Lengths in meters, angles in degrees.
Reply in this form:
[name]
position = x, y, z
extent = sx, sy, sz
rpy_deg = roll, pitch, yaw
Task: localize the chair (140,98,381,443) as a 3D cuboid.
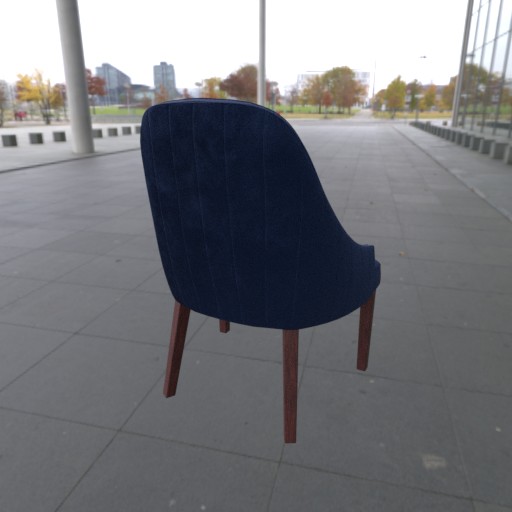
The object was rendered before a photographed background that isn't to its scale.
[chair]
position = 0.000, 0.000, 1.340
extent = 0.643, 0.889, 0.575
rpy_deg = 10, 21, 27
